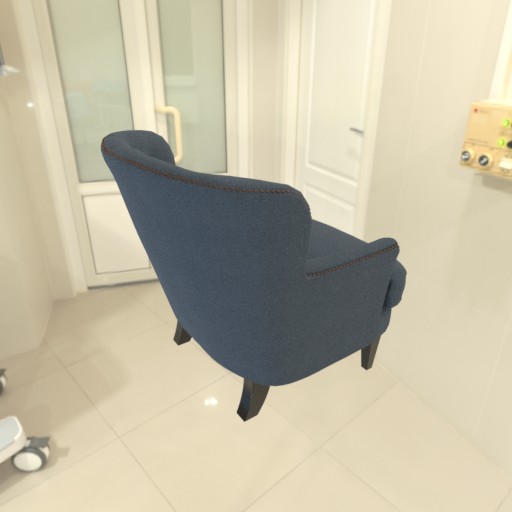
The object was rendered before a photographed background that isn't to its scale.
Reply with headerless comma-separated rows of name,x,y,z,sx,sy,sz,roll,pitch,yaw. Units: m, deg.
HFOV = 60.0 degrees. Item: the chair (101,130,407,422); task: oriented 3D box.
chair,0.000,0.000,1.574,0.906,0.868,0.848,-17,31,-31
